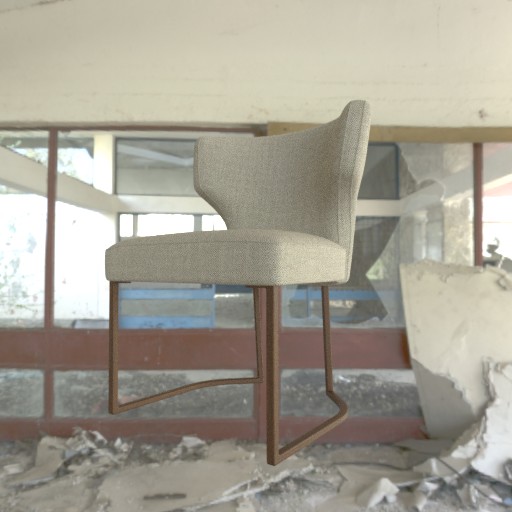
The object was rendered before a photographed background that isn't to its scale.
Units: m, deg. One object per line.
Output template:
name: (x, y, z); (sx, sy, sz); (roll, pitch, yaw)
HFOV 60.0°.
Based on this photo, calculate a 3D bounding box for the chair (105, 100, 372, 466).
chair: (0.000, 0.000, 1.240); (0.611, 0.824, 0.617); (-1, -2, 36)
